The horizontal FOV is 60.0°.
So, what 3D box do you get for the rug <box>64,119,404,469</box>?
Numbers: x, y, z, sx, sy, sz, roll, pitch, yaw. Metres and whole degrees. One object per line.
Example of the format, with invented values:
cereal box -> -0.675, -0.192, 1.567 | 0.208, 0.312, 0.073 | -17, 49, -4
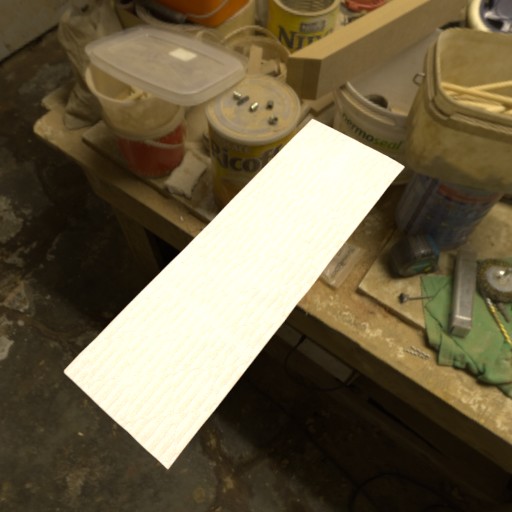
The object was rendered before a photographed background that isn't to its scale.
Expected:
rug -> 0.000, 0.000, 2.777 | 0.793, 0.014, 2.450 | 34, 66, 18
